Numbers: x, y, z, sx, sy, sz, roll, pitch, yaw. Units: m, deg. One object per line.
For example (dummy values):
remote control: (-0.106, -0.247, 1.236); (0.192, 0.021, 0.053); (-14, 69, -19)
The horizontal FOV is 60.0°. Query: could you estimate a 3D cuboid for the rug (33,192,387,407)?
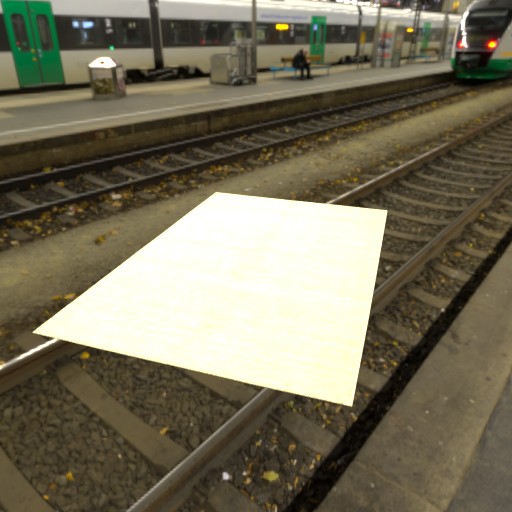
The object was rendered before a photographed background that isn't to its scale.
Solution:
rug: (0.000, 0.000, 2.362); (1.250, 0.015, 1.850); (8, 28, 16)
